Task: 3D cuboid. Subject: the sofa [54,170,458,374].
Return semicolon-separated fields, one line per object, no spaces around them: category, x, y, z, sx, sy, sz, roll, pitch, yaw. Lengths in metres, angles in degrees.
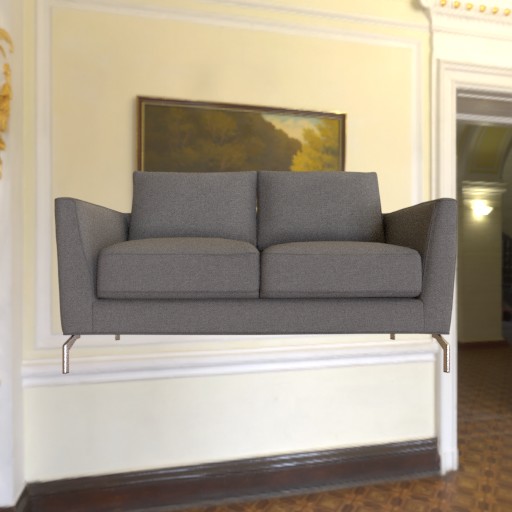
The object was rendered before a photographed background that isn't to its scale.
sofa;0.000;0.000;2.125;1.594;0.924;0.803;0;0;-1
